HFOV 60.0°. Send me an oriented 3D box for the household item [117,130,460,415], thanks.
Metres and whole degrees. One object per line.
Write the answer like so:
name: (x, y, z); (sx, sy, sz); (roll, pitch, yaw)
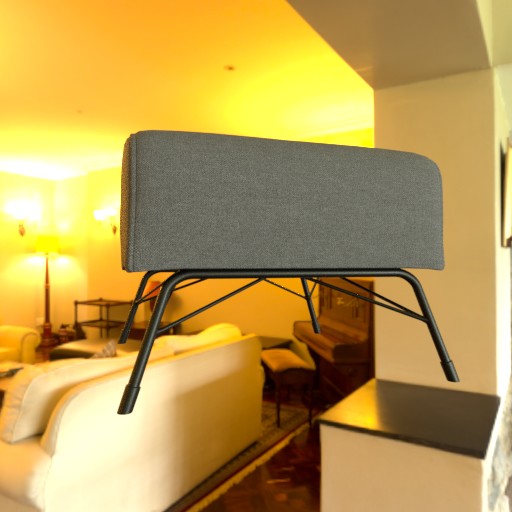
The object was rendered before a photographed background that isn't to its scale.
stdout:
household item: (0.000, 0.000, 0.889); (0.530, 0.410, 0.530); (0, -1, -17)
